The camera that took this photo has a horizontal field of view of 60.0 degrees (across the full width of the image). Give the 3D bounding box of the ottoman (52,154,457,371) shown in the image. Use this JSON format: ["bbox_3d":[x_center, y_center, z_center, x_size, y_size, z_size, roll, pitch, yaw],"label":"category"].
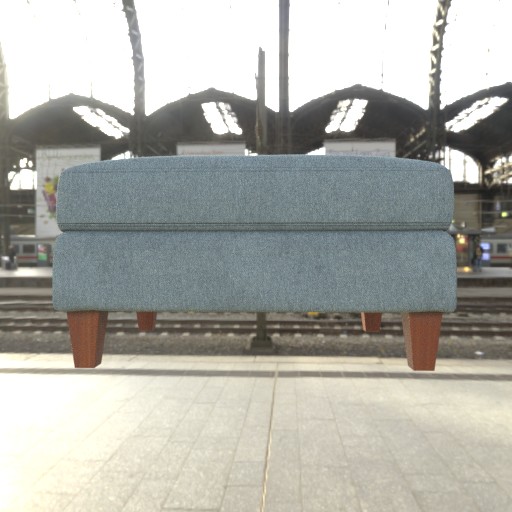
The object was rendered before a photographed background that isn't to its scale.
[{"bbox_3d":[0.000,0.000,1.200,0.864,0.483,0.584,0,0,2],"label":"ottoman"}]
